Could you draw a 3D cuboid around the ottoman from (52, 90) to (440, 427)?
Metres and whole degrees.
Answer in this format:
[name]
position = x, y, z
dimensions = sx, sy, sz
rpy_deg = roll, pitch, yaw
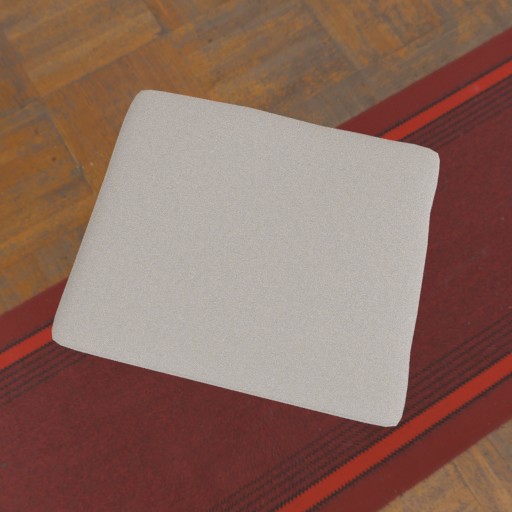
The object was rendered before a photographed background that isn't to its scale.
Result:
[ottoman]
position = 0.000, 0.000, 1.453
dimensions = 0.976, 0.492, 0.836
rpy_deg = 13, 76, 3
